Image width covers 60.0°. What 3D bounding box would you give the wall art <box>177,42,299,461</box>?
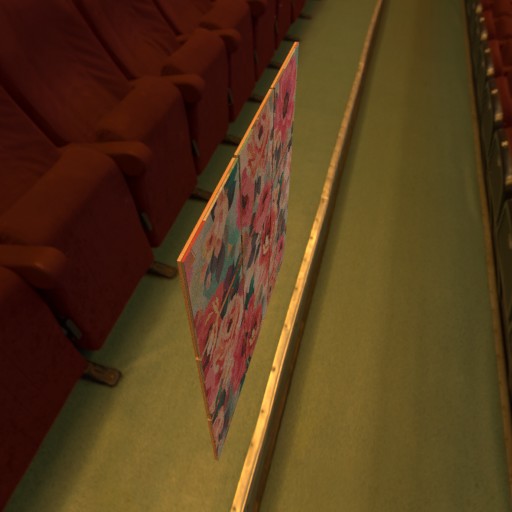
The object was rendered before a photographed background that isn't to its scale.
[{"bbox_3d":[0.000,0.000,1.339,0.012,0.910,0.911,11,48,10],"label":"wall art"}]
